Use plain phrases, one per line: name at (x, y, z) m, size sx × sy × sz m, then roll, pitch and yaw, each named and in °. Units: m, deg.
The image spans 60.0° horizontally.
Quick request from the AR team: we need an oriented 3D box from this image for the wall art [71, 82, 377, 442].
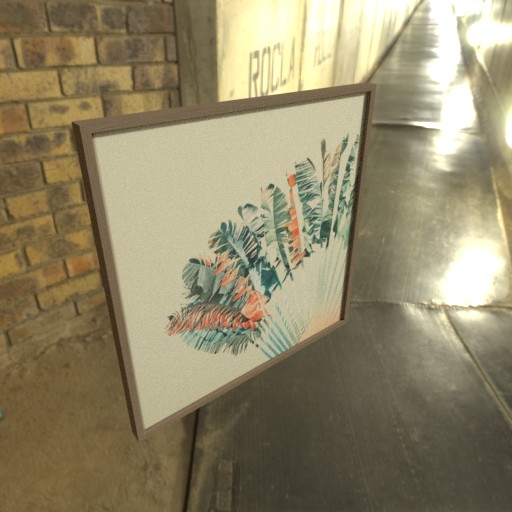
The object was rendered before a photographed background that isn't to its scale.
wall art at (0.000, 0.000, 1.120) m, size 0.761 × 0.758 × 0.038 m, roll -21°, pitch 35°, yaw -33°
